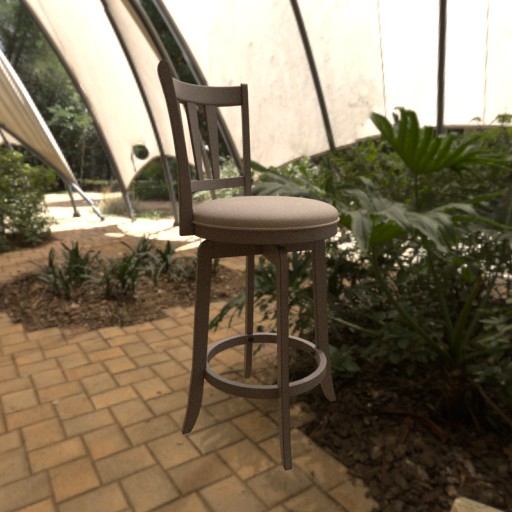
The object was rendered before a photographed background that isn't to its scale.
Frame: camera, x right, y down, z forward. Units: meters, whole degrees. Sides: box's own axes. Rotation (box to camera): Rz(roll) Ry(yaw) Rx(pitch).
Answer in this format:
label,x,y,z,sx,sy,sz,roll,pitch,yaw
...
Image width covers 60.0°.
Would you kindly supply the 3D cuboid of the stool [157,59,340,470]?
label,x,y,z,sx,sy,sz,roll,pitch,yaw
stool,0.000,0.000,1.296,0.475,1.023,0.436,7,15,27
